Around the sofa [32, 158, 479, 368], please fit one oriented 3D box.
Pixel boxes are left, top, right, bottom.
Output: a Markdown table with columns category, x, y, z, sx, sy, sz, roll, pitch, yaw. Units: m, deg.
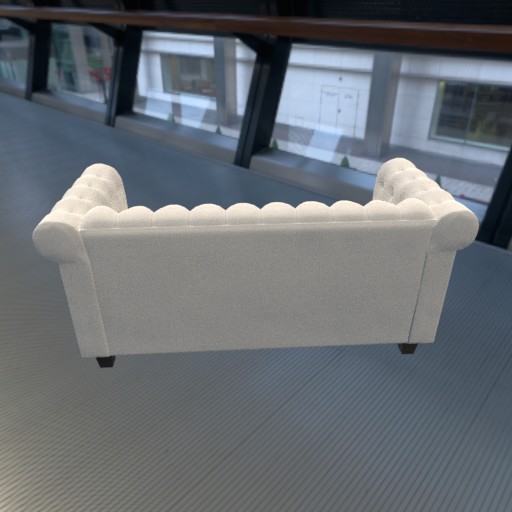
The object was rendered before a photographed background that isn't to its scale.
| category | x | y | z | sx | sy | sz | roll | pitch | yaw |
| --- | --- | --- | --- | --- | --- | --- | --- | --- | --- |
| sofa | 0.000 | 0.000 | 2.251 | 1.798 | 0.796 | 0.771 | -2 | 29 | -3 |
